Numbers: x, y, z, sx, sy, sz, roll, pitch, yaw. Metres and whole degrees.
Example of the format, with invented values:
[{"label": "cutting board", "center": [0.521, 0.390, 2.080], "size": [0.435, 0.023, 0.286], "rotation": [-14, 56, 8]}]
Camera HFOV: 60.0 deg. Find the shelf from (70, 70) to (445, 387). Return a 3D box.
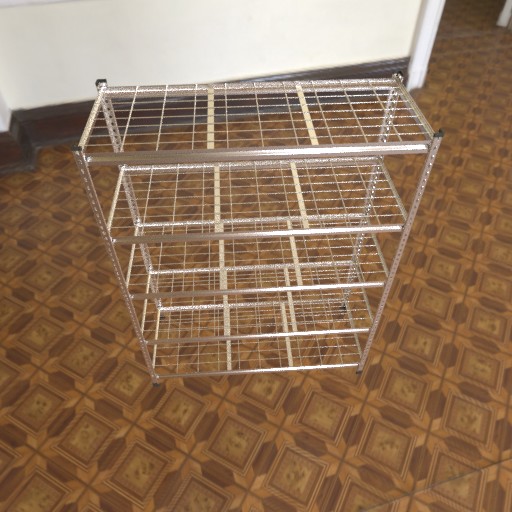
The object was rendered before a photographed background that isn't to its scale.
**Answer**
[{"label": "shelf", "center": [0.000, 0.000, 2.713], "size": [1.524, 1.981, 0.610], "rotation": [-3, 46, -3]}]
